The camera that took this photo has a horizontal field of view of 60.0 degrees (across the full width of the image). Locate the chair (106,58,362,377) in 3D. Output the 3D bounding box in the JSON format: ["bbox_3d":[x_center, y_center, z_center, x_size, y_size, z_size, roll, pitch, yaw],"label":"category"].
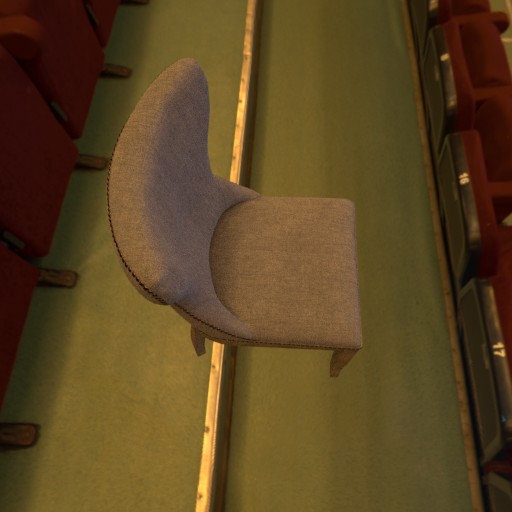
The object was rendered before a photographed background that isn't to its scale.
[{"bbox_3d":[0.000,0.000,1.425,0.681,1.002,0.654,3,63,1],"label":"chair"}]
